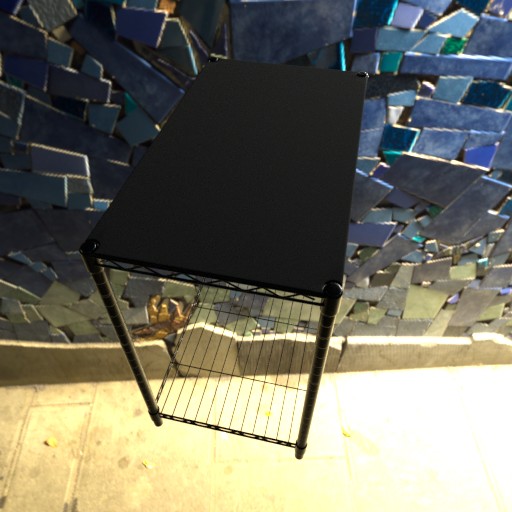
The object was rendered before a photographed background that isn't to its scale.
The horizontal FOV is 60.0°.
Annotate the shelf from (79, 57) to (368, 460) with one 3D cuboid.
[{"bbox_3d":[0.000,0.000,0.936,0.338,0.564,0.589,9,48,9],"label":"shelf"}]
